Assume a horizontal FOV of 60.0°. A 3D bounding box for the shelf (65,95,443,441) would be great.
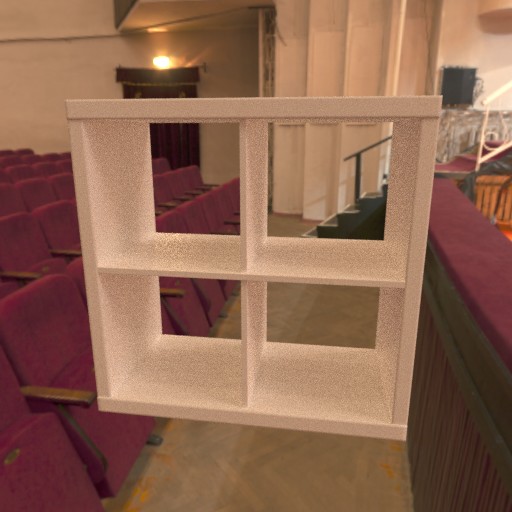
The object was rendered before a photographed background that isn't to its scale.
[{"bbox_3d":[0.000,0.000,1.206,0.790,0.786,0.390,2,16,8],"label":"shelf"}]
